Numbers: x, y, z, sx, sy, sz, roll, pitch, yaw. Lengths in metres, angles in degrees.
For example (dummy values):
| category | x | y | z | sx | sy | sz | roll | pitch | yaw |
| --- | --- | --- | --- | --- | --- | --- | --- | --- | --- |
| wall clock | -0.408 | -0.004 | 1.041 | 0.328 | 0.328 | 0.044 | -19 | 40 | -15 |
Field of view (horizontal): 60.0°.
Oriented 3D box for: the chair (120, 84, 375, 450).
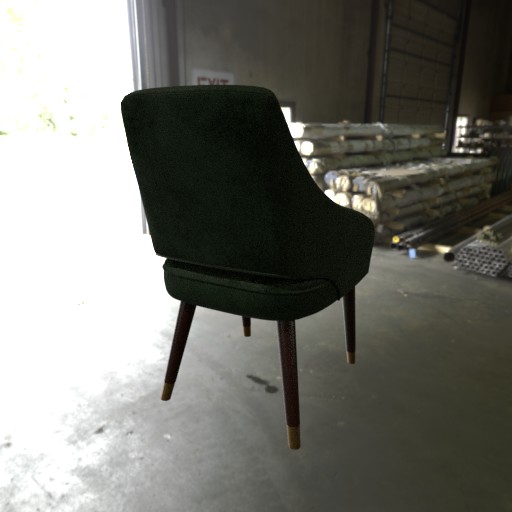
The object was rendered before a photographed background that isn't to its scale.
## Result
| category | x | y | z | sx | sy | sz | roll | pitch | yaw |
| --- | --- | --- | --- | --- | --- | --- | --- | --- | --- |
| chair | 0.000 | 0.000 | 1.581 | 0.683 | 1.081 | 0.794 | 9 | 18 | 28 |
